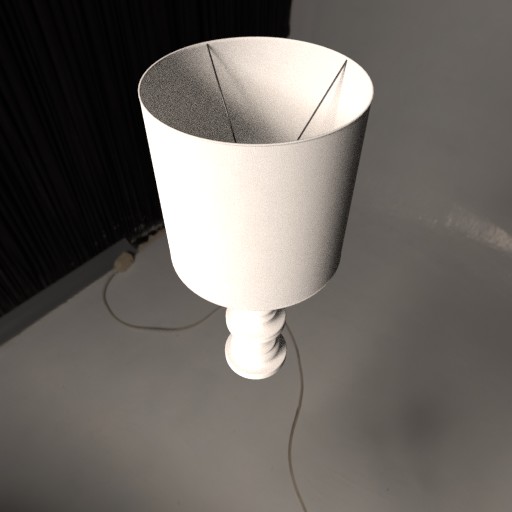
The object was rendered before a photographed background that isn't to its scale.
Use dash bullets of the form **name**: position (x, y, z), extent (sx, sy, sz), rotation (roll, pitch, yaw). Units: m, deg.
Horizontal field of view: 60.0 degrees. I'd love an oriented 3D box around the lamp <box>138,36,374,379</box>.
- **lamp**: position (0.000, 0.000, 0.563), extent (0.208, 0.455, 0.208), rotation (32, 54, 27)
